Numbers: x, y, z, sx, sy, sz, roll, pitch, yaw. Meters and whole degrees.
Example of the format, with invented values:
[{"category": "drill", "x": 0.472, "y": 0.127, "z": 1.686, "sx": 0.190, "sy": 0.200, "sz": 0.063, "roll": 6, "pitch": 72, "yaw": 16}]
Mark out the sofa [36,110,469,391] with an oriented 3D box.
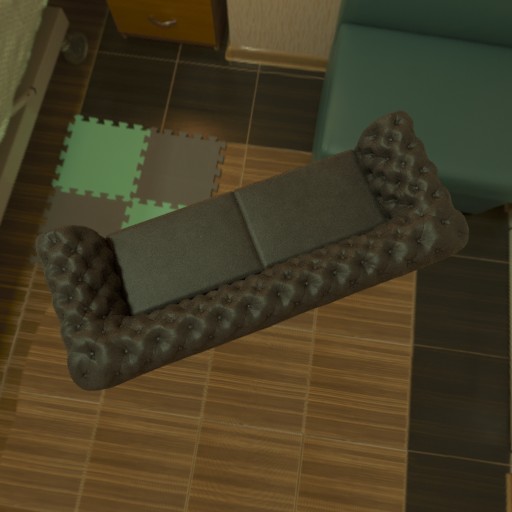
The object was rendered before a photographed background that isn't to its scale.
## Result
[{"category": "sofa", "x": 0.000, "y": 0.000, "z": 2.814, "sx": 2.385, "sy": 0.783, "sz": 0.944, "roll": -20, "pitch": 75, "yaw": -6}]
